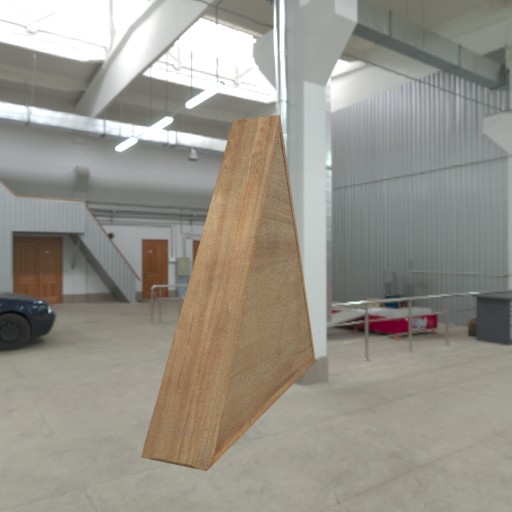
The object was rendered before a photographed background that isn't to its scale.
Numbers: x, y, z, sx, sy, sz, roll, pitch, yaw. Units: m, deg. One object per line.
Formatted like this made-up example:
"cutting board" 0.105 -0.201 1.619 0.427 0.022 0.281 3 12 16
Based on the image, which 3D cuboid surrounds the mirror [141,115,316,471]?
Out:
"mirror" 0.000 0.000 0.876 0.100 0.548 0.631 0 0 20
